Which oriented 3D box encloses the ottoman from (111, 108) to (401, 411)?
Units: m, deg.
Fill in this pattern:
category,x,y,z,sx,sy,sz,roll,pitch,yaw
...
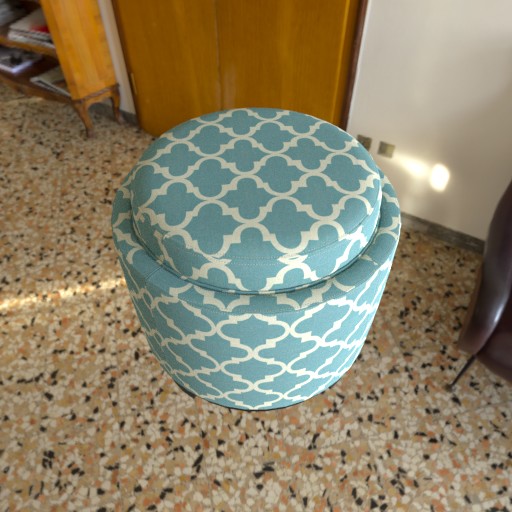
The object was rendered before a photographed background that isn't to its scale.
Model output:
category,x,y,z,sx,sy,sz,roll,pitch,yaw
ottoman,0.000,0.000,0.841,0.480,0.429,0.480,0,47,0
